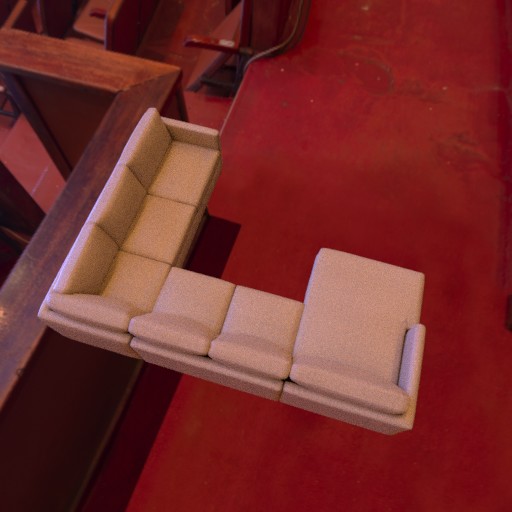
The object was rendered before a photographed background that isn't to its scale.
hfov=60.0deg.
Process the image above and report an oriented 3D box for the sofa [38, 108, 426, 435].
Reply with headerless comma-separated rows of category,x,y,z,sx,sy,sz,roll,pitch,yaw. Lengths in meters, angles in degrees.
sofa,0.000,0.000,4.583,3.460,0.961,2.594,15,65,7
